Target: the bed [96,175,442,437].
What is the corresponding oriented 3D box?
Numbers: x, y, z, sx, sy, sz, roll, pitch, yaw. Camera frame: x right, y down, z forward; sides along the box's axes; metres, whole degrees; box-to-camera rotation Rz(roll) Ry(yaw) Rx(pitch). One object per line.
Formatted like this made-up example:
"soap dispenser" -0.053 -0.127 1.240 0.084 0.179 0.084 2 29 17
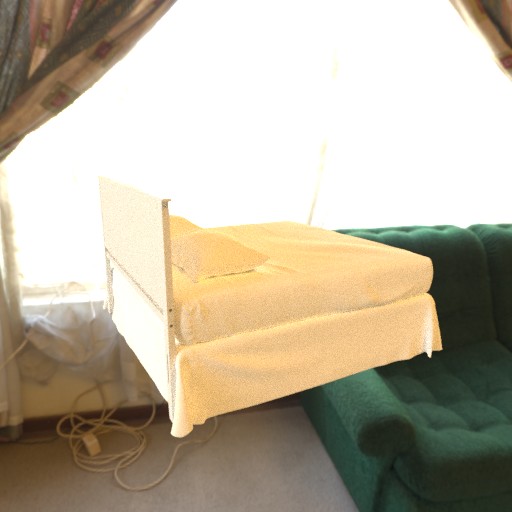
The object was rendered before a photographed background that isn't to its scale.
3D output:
"bed" 0.000 0.000 3.692 2.215 1.273 2.317 -7 16 -27
